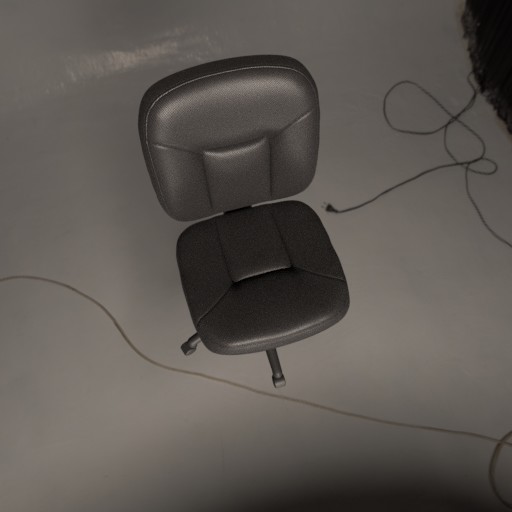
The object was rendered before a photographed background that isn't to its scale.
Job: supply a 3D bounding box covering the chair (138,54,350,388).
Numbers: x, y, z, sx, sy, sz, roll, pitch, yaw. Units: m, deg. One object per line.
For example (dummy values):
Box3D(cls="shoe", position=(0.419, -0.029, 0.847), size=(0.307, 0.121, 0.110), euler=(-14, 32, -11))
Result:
Box3D(cls="chair", position=(0.000, 0.000, 1.366), size=(0.647, 0.959, 0.646), euler=(-15, 64, -7))
